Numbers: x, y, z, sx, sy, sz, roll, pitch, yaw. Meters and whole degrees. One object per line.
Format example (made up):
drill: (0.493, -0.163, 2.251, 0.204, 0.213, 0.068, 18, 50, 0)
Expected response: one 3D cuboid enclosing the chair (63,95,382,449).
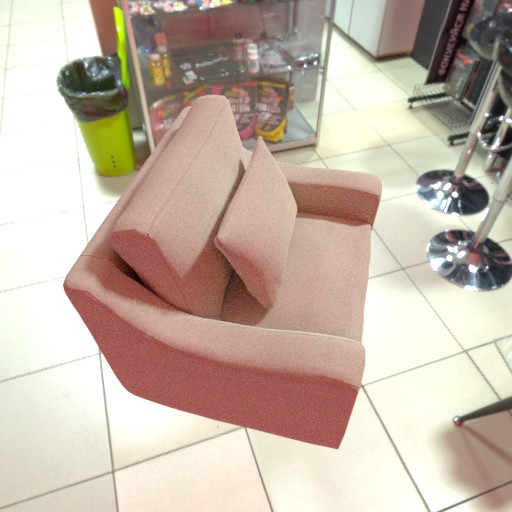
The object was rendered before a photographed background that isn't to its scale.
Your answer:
chair: (0.000, 0.000, 1.941, 1.009, 1.016, 1.178, 11, 49, 9)
